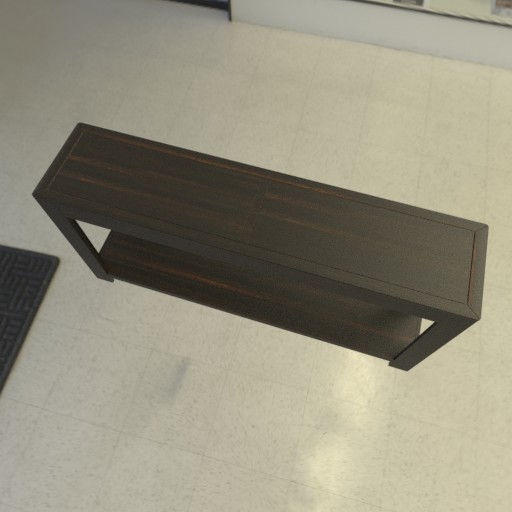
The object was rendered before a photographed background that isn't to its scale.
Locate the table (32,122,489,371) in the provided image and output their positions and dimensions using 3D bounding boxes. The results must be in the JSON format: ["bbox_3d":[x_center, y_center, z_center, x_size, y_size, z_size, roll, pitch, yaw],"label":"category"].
[{"bbox_3d":[0.000,0.000,1.954,1.631,0.762,0.384,16,64,8],"label":"table"}]
